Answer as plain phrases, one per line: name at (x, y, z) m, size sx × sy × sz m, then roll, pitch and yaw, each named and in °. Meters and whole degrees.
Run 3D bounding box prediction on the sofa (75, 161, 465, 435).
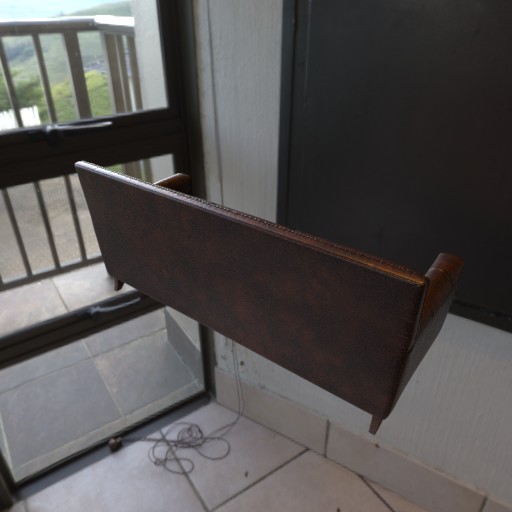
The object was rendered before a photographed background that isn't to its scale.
sofa at (0.000, 0.000, 2.460) m, size 1.995 × 0.871 × 0.786 m, roll 21°, pitch 37°, yaw 32°
